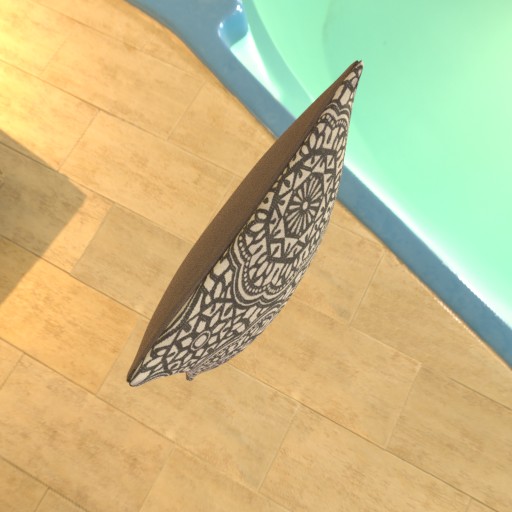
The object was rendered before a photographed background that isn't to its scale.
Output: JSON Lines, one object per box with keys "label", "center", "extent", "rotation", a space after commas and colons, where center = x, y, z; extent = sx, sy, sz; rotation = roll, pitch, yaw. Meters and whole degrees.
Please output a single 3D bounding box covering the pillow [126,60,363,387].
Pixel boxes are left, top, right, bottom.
{"label": "pillow", "center": [0.000, 0.000, 0.655], "extent": [0.148, 0.417, 0.436], "rotation": [33, 77, 8]}
